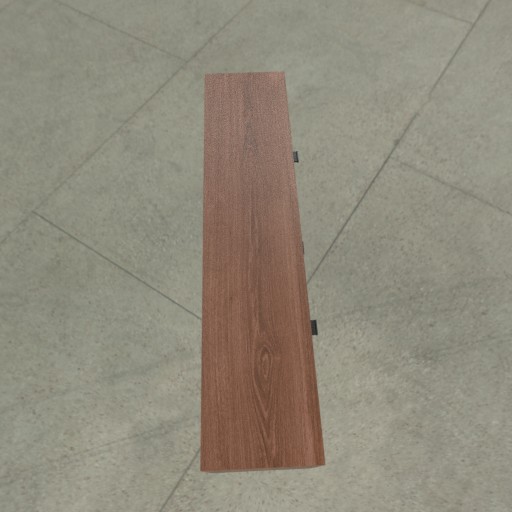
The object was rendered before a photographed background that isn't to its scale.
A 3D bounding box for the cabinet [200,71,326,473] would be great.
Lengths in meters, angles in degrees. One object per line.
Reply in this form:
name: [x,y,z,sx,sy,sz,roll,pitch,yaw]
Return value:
cabinet: [0.000,0.000,1.897,0.400,0.500,1.650,-2,63,-1]
